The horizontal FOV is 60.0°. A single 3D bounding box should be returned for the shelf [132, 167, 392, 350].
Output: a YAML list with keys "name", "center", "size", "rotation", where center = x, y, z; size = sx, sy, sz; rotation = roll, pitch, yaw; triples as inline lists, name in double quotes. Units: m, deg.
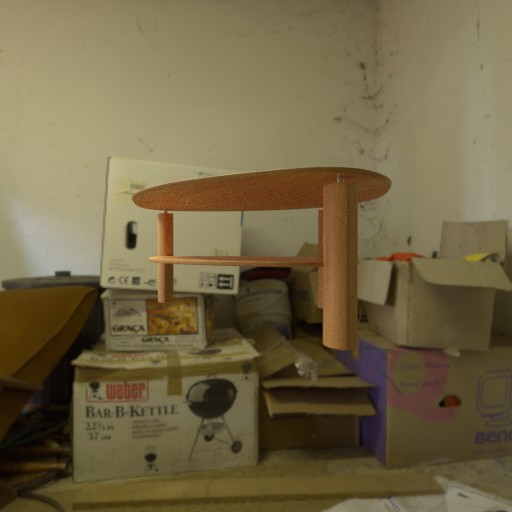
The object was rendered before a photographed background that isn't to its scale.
- name: "shelf"
  center: [0.000, 0.000, 1.647]
  size: [0.845, 0.440, 1.246]
  rotation: [-1, 1, -34]
